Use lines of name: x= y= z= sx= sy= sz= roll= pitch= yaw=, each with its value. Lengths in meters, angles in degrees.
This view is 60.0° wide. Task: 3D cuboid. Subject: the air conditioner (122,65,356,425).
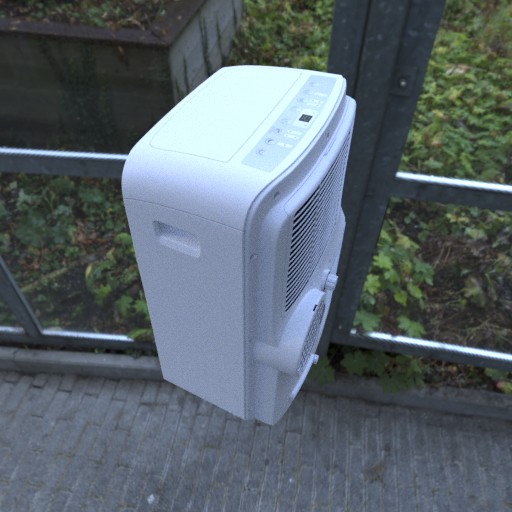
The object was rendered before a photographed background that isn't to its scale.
air conditioner: x=0.000 y=0.000 z=0.967 sx=0.365 sy=0.700 sz=0.454 roll=18 pitch=49 yaw=16
